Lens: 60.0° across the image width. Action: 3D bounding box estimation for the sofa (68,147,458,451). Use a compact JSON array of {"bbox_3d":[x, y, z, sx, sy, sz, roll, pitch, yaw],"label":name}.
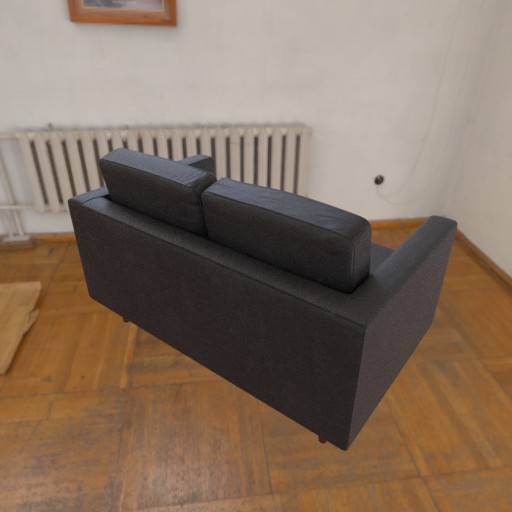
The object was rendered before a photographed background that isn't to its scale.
[{"bbox_3d":[0.000,0.000,1.986,1.430,0.899,0.879,21,37,32],"label":"sofa"}]
